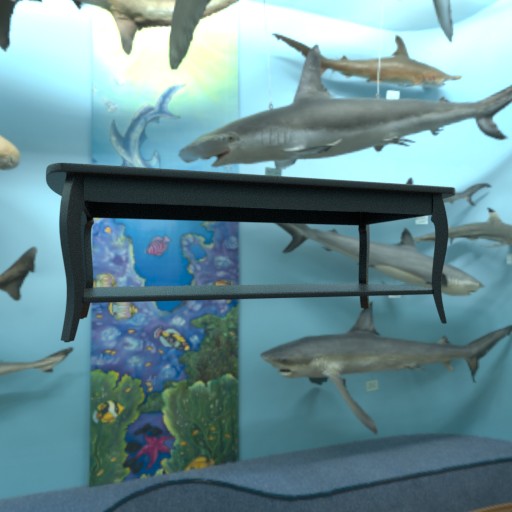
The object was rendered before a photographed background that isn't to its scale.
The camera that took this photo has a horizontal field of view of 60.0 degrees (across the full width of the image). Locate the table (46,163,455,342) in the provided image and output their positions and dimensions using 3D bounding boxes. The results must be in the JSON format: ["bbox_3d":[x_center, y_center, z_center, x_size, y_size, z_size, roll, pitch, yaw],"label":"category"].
[{"bbox_3d":[0.000,0.000,1.561,1.333,0.457,0.571,0,-1,-17],"label":"table"}]
